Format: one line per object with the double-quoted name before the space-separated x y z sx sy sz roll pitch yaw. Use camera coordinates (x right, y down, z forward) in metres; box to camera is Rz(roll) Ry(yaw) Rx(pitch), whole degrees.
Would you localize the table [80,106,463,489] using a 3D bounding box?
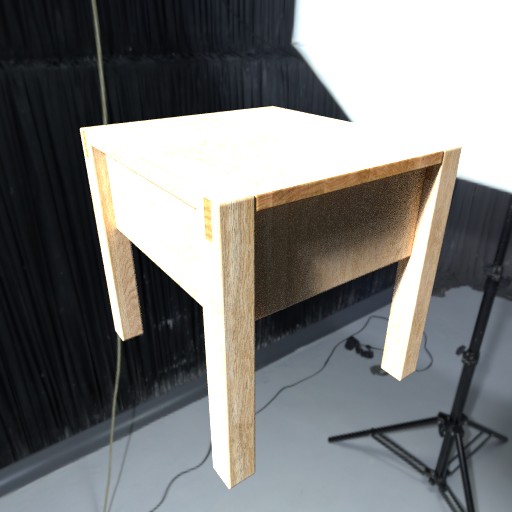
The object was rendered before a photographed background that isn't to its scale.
"table" 0.000 0.000 0.842 0.440 0.450 0.480 -18 32 -31
